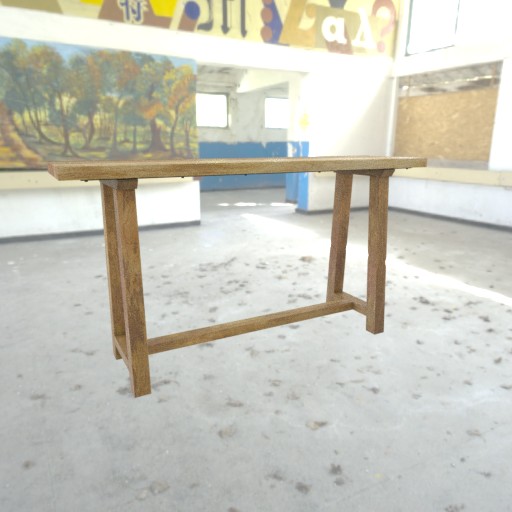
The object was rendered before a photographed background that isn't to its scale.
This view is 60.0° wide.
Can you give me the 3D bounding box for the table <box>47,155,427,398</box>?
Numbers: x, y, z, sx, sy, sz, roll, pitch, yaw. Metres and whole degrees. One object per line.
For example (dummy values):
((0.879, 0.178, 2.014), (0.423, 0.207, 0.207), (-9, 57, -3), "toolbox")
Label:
((0.000, 0.000, 1.904), (1.524, 0.810, 0.405), (-8, 16, -27), "table")
